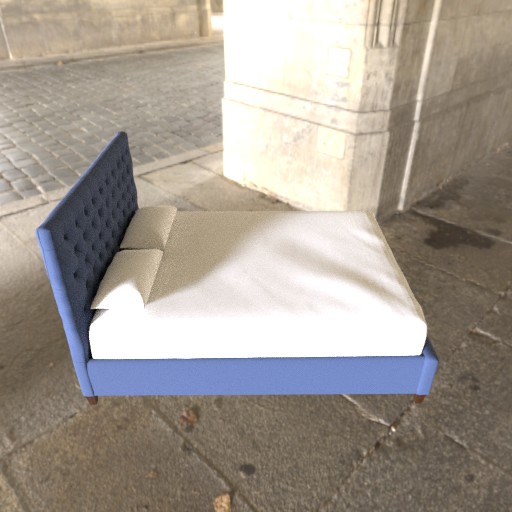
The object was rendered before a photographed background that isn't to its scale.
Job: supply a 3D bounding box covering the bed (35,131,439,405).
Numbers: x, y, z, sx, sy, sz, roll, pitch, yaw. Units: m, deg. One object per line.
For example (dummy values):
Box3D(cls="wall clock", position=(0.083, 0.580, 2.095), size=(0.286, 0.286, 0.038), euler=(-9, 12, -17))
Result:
Box3D(cls="bed", position=(0.000, 0.000, 3.416), size=(2.387, 1.427, 1.706), euler=(0, 33, 0))
